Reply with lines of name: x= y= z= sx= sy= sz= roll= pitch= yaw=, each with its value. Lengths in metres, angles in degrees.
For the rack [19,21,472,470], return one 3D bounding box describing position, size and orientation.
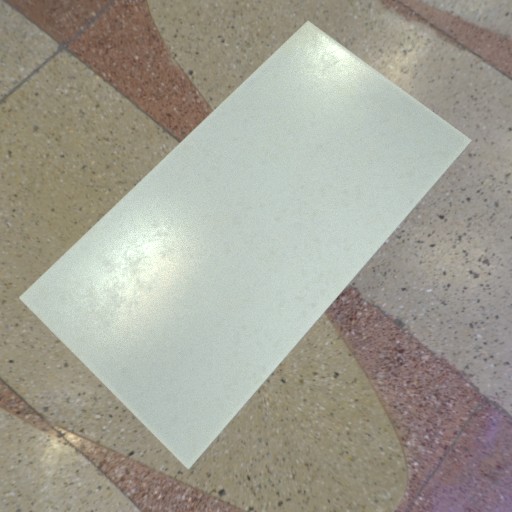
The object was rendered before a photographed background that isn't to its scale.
rack: x=0.000 y=0.000 z=1.629 sx=0.613 sy=0.880 sz=1.159 roll=41 pitch=79 yaw=10
